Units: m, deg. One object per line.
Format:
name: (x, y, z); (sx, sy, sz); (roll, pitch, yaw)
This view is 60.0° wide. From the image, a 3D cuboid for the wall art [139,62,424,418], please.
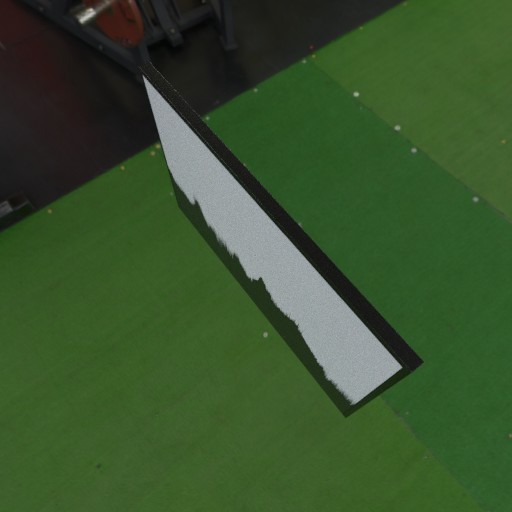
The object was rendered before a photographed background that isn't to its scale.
wall art: (0.000, 0.000, 0.856); (0.022, 0.446, 0.659); (-34, 68, -16)
